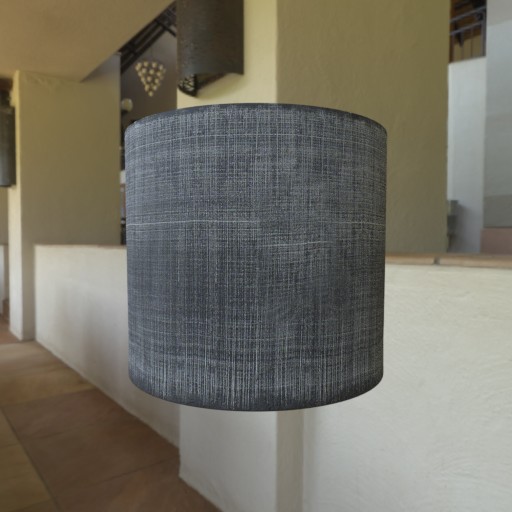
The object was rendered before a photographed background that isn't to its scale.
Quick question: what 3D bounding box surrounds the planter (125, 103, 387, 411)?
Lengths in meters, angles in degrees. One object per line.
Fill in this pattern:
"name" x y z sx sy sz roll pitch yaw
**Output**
"planter" 0.000 0.000 0.393 0.221 0.201 0.221 0 2 0
